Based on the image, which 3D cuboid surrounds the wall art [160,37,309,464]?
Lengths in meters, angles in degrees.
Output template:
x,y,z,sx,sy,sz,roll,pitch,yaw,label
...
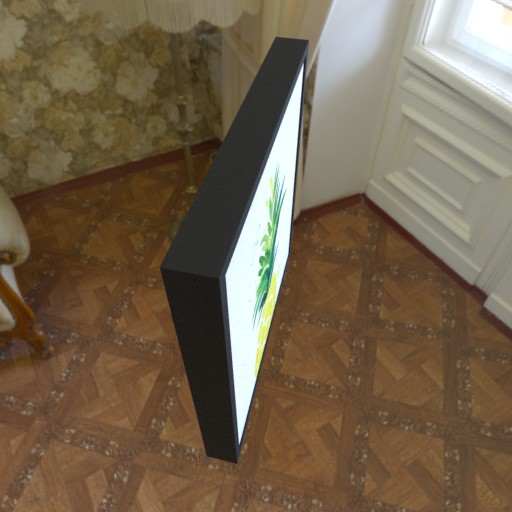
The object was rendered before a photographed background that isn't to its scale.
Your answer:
x,y,z,sx,sy,sz,roll,pitch,yaw,label
0.000,0.000,0.446,0.033,0.304,0.305,10,49,9,wall art
